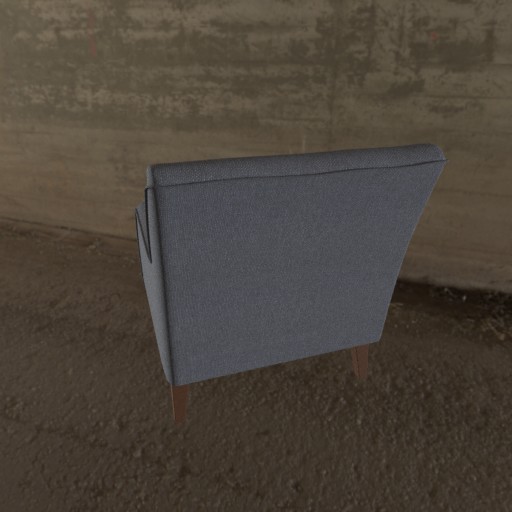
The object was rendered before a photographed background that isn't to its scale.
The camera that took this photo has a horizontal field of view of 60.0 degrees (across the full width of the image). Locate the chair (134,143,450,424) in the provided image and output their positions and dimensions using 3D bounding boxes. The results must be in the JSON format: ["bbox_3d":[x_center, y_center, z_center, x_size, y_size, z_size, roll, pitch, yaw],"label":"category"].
[{"bbox_3d":[0.000,0.000,1.601,0.780,0.919,0.899,-8,27,-16],"label":"chair"}]
